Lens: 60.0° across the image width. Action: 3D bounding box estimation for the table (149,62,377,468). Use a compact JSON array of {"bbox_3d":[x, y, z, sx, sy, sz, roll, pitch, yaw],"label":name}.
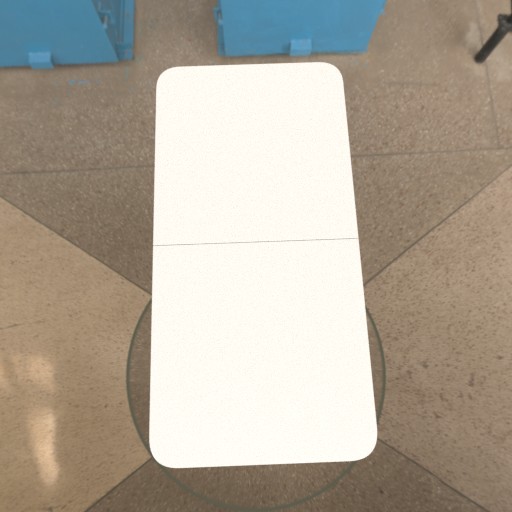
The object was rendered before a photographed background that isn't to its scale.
[{"bbox_3d":[0.000,0.000,1.459,0.600,0.340,1.200,-2,76,-1],"label":"table"}]
